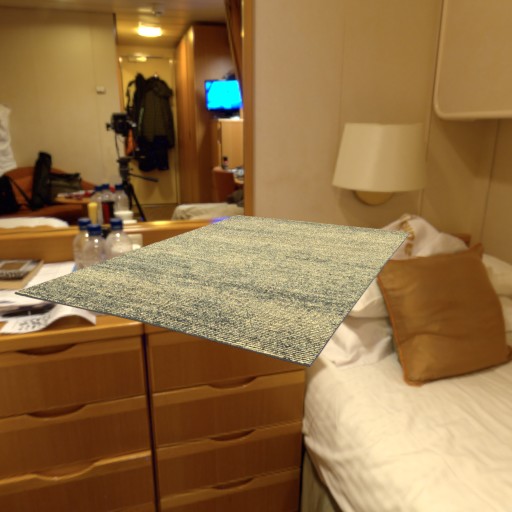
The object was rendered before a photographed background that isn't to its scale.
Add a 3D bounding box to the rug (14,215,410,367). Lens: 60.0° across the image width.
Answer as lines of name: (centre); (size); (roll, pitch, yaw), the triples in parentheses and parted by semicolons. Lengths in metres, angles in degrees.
rug: (0.000, 0.000, 2.948); (1.624, 0.030, 2.349); (8, 18, 26)
